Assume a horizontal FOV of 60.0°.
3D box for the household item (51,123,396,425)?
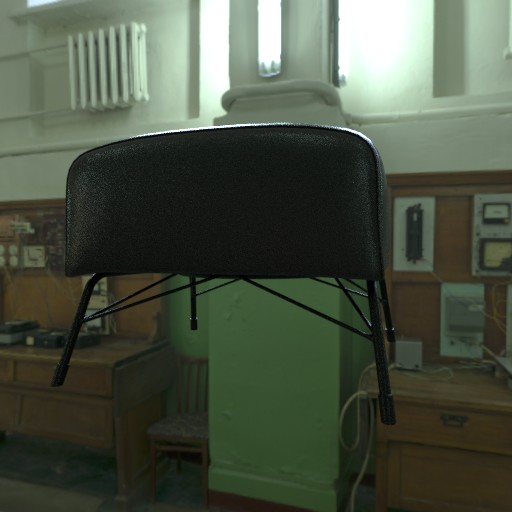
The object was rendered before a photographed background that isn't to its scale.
[{"bbox_3d":[0.000,0.000,0.877,0.530,0.410,0.530,0,1,17],"label":"household item"}]
